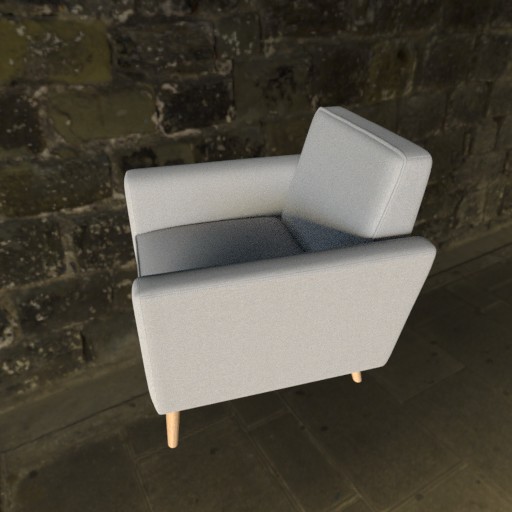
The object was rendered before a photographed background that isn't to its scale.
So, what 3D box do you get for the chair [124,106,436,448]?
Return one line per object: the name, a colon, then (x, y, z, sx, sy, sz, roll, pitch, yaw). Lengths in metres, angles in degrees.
chair: (0.000, 0.000, 1.404, 0.750, 0.780, 0.780, -8, 32, -13)
